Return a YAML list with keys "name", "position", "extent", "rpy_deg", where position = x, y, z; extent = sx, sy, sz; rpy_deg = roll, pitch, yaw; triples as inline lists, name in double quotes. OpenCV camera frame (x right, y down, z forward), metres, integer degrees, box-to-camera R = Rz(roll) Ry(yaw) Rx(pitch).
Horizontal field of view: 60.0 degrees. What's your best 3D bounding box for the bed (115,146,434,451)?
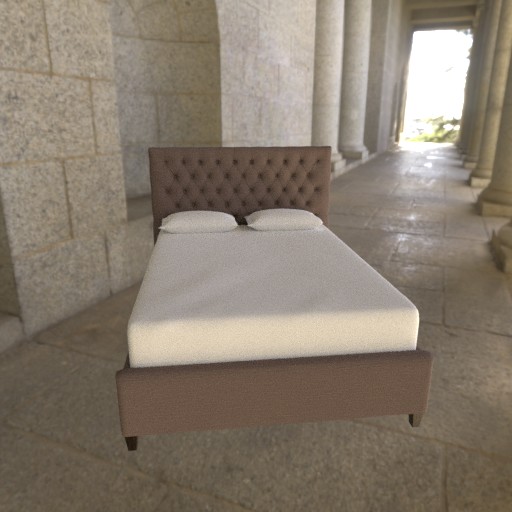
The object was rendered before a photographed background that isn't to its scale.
- name: "bed"
  position: [0.000, 0.000, 3.252]
  extent: [1.696, 1.426, 2.233]
  rpy_deg: [-2, 18, -7]
